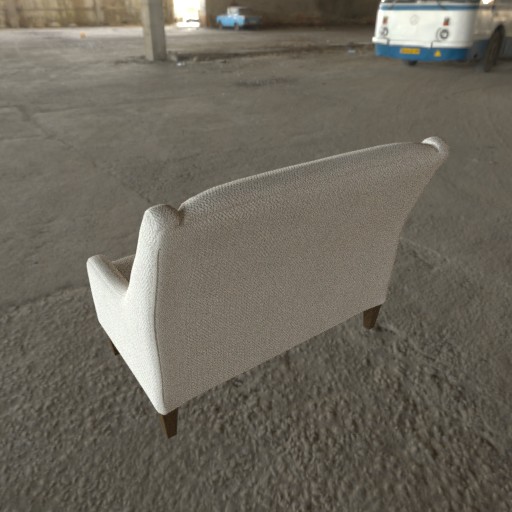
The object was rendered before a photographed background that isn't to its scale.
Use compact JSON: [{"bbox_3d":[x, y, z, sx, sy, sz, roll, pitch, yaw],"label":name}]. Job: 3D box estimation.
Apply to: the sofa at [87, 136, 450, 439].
[{"bbox_3d":[0.000,0.000,1.916,1.242,1.022,0.870,-19,35,-30],"label":"sofa"}]
